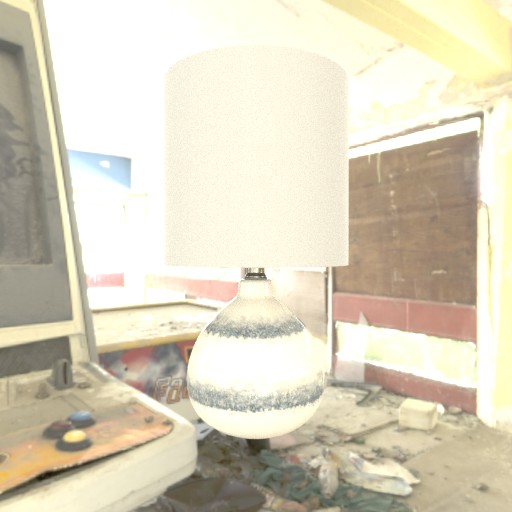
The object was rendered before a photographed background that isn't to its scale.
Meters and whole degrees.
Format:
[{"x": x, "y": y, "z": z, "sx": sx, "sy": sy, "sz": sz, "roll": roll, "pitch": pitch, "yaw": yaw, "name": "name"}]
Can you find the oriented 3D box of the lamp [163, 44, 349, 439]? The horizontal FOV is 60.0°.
[{"x": 0.000, "y": 0.000, "z": 0.531, "sx": 0.216, "sy": 0.404, "sz": 0.216, "roll": 0, "pitch": 1, "yaw": -18, "name": "lamp"}]
